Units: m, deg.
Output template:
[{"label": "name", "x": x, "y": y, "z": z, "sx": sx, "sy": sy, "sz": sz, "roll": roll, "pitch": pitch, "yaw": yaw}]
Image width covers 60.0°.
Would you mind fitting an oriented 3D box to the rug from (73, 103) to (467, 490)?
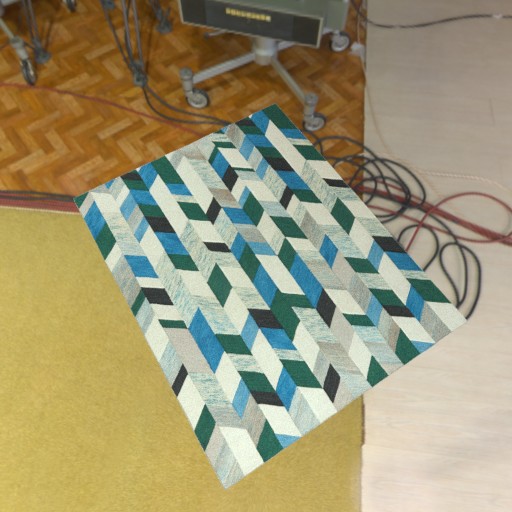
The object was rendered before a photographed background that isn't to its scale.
[{"label": "rug", "x": 0.000, "y": 0.000, "z": 4.126, "sx": 2.440, "sy": 0.008, "sz": 3.036, "roll": -29, "pitch": 67, "yaw": -14}]
